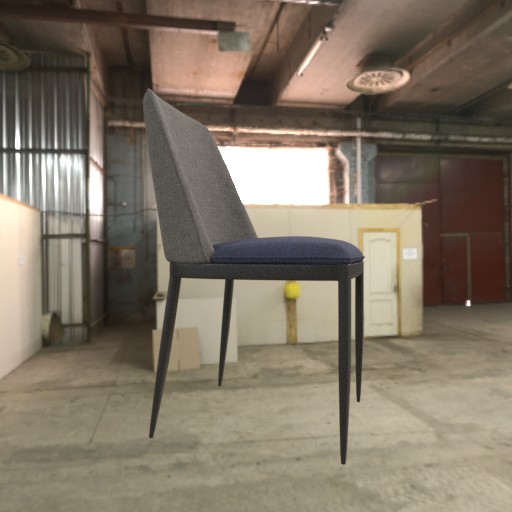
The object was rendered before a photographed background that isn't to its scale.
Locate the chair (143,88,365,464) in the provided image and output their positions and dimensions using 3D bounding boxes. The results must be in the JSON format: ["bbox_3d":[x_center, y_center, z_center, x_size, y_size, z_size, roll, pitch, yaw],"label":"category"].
[{"bbox_3d":[0.000,0.000,1.182,0.550,0.855,0.488,0,0,17],"label":"chair"}]
